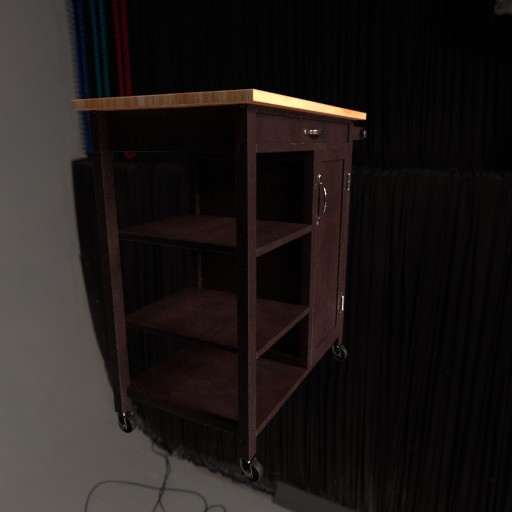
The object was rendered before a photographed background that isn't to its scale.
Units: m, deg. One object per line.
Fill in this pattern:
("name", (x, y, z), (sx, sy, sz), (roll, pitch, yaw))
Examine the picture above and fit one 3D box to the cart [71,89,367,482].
("cart", (0.000, 0.000, 1.397), (0.472, 0.878, 0.914), (7, 16, 27))
